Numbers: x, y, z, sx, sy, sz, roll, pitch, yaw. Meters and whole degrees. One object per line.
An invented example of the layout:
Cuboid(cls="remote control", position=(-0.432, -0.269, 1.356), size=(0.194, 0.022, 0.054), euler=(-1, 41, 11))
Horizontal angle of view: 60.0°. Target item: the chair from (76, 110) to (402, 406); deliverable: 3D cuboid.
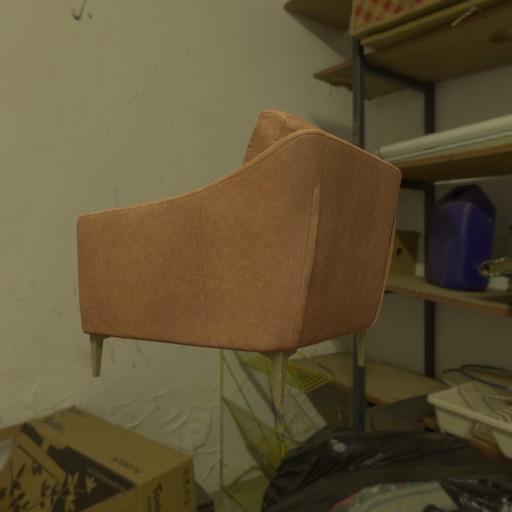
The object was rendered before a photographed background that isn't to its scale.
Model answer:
Cuboid(cls="chair", position=(0.000, 0.000, 1.747), size=(0.963, 0.895, 0.988), euler=(0, -1, 36))
